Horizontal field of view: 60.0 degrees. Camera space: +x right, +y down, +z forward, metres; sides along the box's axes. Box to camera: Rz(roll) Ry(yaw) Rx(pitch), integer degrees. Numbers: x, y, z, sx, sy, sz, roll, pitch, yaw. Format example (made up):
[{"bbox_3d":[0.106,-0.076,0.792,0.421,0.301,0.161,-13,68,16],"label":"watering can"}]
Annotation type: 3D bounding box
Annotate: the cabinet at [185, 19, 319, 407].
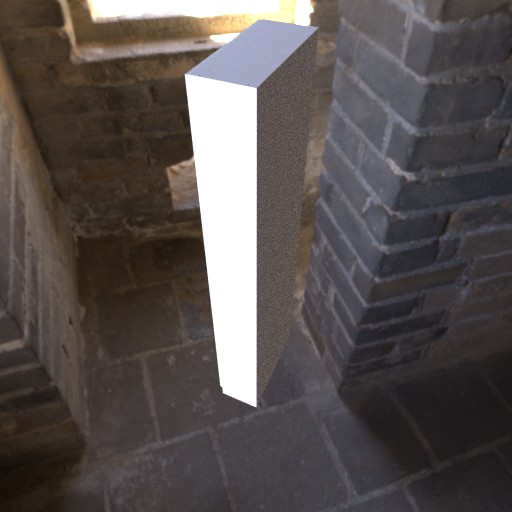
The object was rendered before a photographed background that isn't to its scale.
[{"bbox_3d":[0.000,0.000,1.979,0.230,1.790,0.500,18,48,17],"label":"cabinet"}]
